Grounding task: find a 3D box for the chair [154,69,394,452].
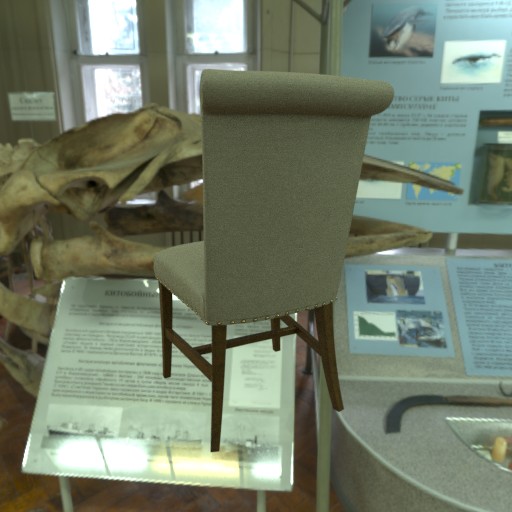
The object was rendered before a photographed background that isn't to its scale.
[{"bbox_3d":[0.000,0.000,1.366,0.513,0.988,0.608,-7,17,-26],"label":"chair"}]
